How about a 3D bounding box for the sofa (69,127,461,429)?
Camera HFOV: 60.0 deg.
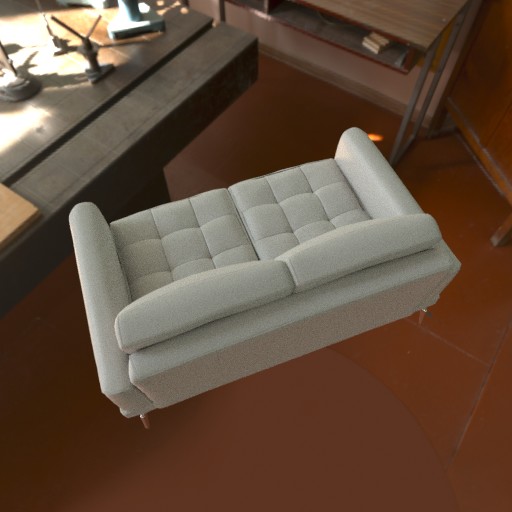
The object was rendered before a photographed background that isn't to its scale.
[{"bbox_3d":[0.000,0.000,2.405,1.819,0.930,1.121,-18,60,-11],"label":"sofa"}]
